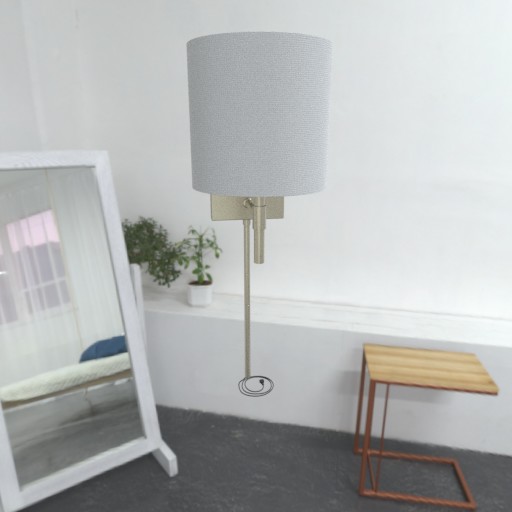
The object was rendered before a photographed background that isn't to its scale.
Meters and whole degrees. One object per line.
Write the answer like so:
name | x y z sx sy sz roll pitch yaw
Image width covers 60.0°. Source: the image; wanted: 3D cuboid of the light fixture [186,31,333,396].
light fixture | 0.000 0.000 0.689 0.188 0.589 0.248 -3 17 -9
